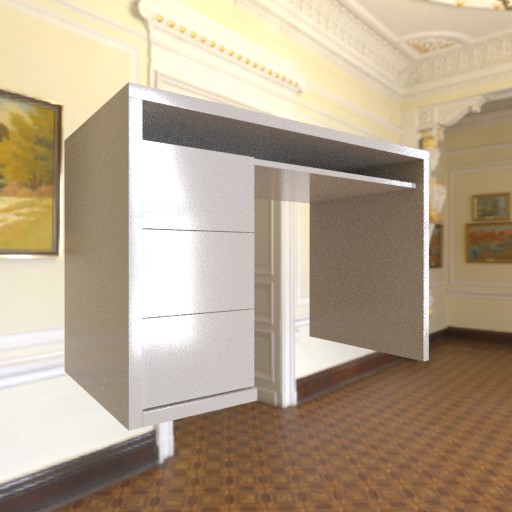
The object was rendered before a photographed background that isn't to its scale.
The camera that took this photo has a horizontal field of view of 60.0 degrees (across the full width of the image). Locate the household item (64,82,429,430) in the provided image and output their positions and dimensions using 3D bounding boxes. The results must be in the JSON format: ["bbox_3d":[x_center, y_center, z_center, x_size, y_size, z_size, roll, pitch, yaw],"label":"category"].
[{"bbox_3d":[0.000,0.000,1.513,1.100,0.749,0.597,0,0,-36],"label":"household item"}]
